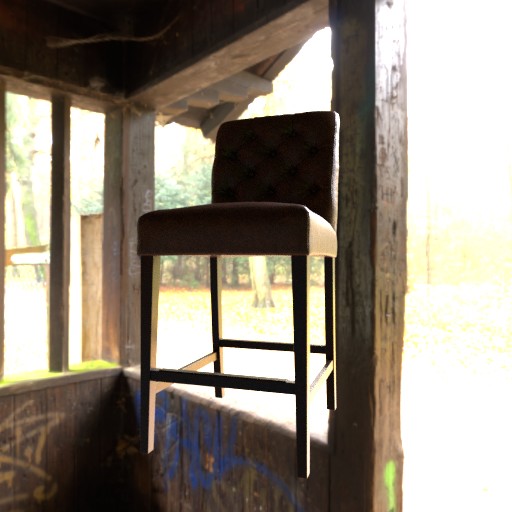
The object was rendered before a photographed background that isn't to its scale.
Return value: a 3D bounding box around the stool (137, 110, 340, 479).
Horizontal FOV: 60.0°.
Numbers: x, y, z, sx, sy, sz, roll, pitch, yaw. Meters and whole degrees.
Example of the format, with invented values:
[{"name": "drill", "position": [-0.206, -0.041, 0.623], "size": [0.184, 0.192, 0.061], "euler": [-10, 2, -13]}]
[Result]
[{"name": "stool", "position": [0.000, 0.000, 1.445], "size": [0.486, 1.084, 0.660], "euler": [0, 0, 18]}]
